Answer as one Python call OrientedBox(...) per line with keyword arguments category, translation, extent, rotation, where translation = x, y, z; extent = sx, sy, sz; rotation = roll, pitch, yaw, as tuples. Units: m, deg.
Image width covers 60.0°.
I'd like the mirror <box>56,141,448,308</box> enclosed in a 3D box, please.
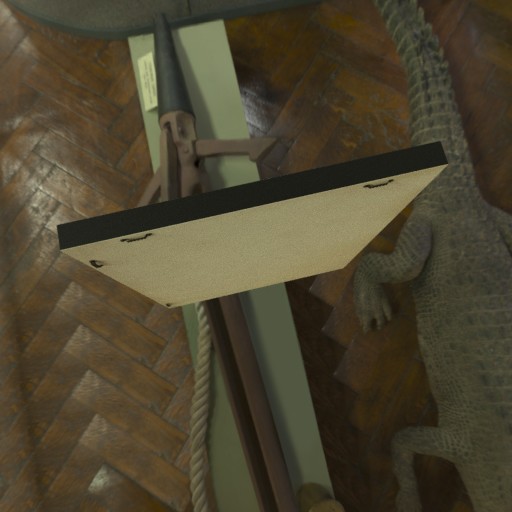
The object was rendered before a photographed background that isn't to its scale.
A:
OrientedBox(category="mirror", translation=(0.000, 0.000, 0.912), extent=(0.507, 0.710, 0.039), rotation=(-13, 78, -3))
